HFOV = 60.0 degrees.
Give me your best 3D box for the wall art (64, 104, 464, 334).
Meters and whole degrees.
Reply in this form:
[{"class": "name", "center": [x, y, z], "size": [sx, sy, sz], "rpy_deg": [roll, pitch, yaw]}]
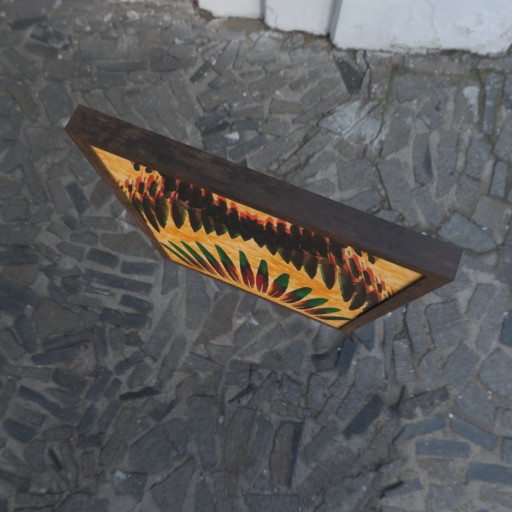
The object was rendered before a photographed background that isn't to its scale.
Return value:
[{"class": "wall art", "center": [0.000, 0.000, 0.544], "size": [0.329, 0.406, 0.027], "rpy_deg": [22, 76, 6]}]
